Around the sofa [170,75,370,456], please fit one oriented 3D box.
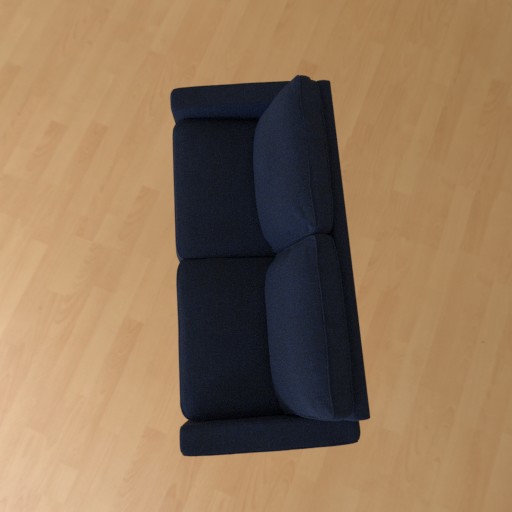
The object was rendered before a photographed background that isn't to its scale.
[{"bbox_3d":[0.000,0.000,2.568,0.940,0.919,2.080,-4,77,-1],"label":"sofa"}]
